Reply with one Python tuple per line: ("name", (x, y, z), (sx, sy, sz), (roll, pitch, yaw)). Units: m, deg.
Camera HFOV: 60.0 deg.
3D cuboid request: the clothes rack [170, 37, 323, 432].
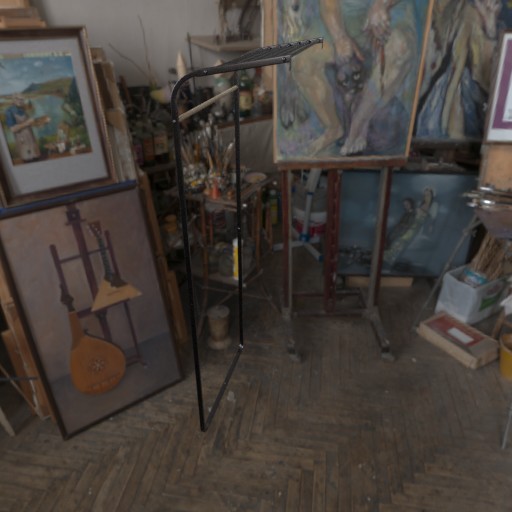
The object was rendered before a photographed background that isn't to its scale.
("clothes rack", (0.000, 0.000, 1.808), (0.349, 1.574, 0.609), (8, 31, 13))
